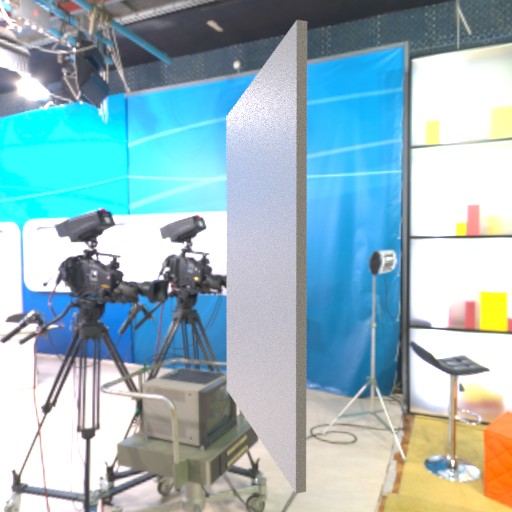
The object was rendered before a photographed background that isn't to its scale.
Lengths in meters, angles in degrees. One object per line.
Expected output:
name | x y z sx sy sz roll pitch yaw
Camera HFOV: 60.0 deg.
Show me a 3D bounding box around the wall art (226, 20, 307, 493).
wall art | 0.000 0.000 0.684 0.013 0.533 0.381 0 1 -16
